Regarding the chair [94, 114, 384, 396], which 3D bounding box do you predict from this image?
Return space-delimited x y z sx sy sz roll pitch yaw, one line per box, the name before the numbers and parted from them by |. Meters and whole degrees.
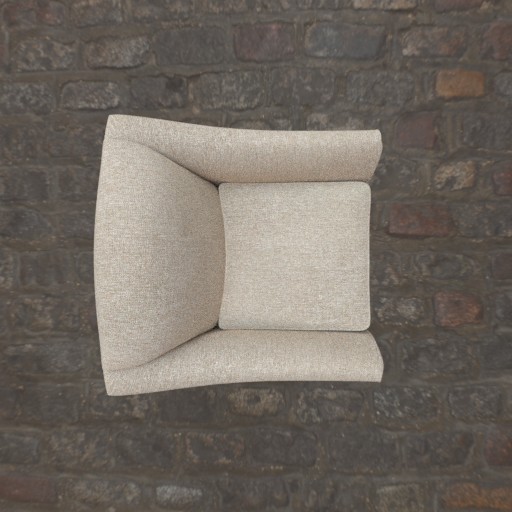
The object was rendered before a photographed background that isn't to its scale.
chair | 0.000 0.000 1.460 0.787 0.839 0.763 0 89 2
